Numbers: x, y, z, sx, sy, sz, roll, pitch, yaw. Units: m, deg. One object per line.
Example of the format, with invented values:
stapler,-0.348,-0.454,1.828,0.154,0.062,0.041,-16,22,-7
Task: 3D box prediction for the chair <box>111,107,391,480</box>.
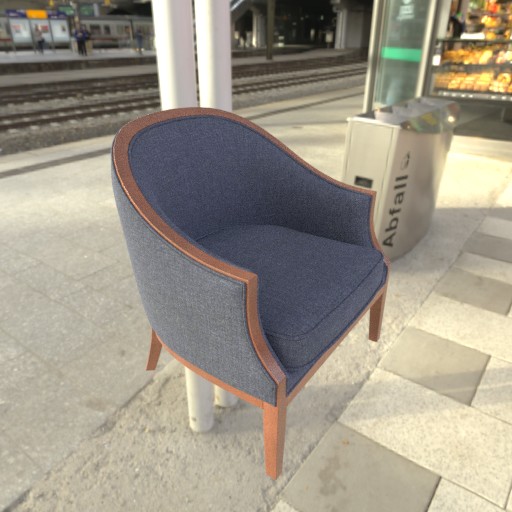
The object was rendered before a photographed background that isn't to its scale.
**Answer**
chair,0.000,0.000,1.472,0.735,0.876,0.803,17,31,31
